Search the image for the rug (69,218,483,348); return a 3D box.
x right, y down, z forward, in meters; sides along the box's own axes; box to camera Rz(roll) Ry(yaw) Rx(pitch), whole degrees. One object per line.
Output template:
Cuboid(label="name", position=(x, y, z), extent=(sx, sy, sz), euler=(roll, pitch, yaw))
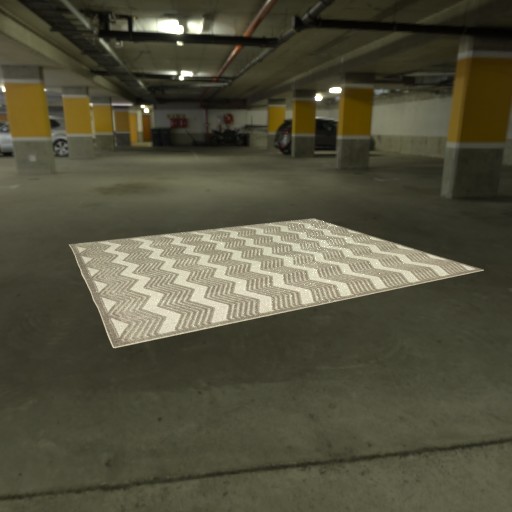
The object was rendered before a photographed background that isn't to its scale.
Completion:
Cuboid(label="rug", position=(0.000, 0.000, 3.938), extent=(2.880, 0.005, 2.391), euler=(-8, 18, -26))
